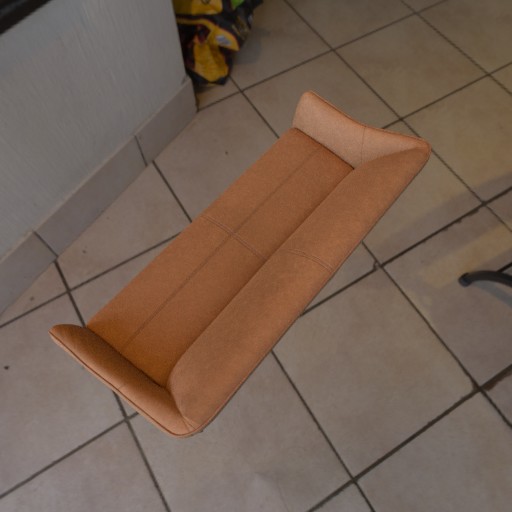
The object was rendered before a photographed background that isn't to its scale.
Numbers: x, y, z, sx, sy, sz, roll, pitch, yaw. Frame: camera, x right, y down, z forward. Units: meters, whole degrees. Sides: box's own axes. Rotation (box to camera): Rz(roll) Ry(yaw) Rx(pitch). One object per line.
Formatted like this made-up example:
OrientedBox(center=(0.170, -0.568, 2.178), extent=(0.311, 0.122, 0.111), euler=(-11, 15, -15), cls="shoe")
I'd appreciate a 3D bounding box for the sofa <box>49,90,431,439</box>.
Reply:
OrientedBox(center=(0.000, 0.000, 2.346), extent=(0.869, 0.830, 1.928), euler=(37, 69, 16), cls="sofa")
